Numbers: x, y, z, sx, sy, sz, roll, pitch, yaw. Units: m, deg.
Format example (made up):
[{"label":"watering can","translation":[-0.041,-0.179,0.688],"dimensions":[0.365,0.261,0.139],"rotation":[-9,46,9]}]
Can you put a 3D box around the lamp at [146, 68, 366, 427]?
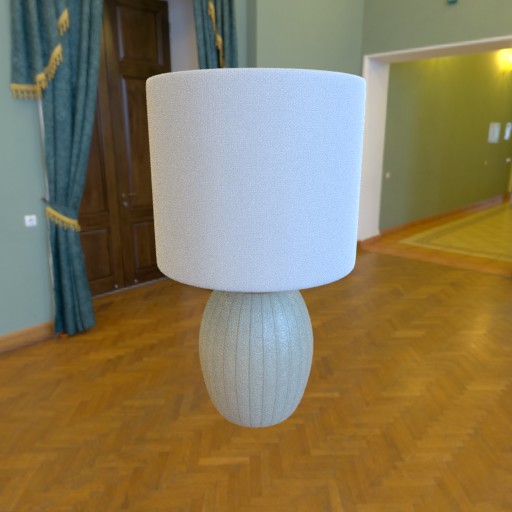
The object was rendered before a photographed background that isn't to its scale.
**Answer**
[{"label":"lamp","translation":[0.000,0.000,0.751],"dimensions":[0.329,0.570,0.329],"rotation":[14,21,41]}]
